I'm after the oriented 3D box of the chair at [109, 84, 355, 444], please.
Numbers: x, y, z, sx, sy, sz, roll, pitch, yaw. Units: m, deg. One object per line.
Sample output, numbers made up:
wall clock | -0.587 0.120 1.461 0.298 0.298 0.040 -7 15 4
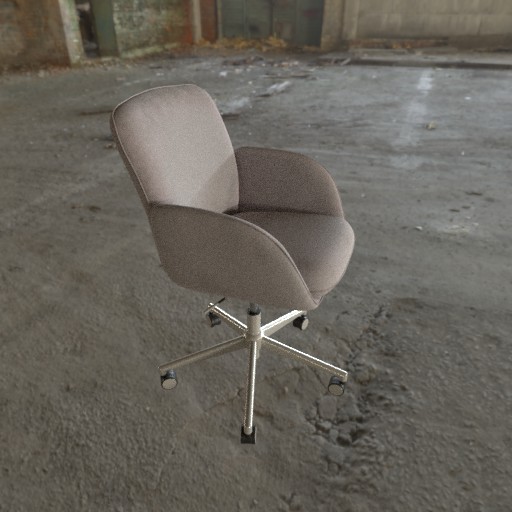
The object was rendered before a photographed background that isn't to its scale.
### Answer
chair | 0.000 0.000 1.389 0.654 0.959 0.648 11 31 18
